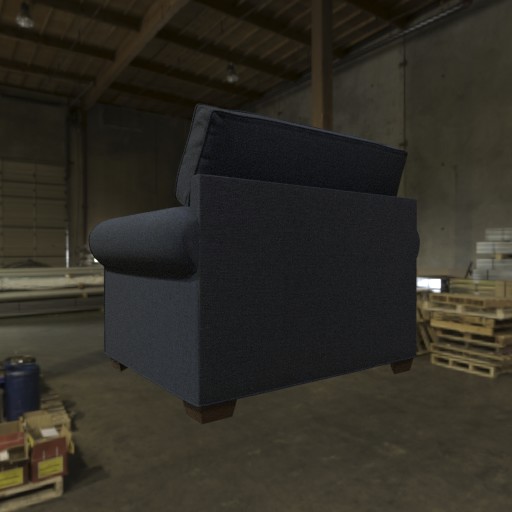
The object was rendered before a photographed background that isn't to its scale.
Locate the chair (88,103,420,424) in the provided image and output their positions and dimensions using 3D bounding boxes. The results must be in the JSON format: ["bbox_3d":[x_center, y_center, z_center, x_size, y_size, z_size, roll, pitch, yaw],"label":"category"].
[{"bbox_3d":[0.000,0.000,2.063,1.285,1.044,0.963,0,1,-36],"label":"chair"}]
